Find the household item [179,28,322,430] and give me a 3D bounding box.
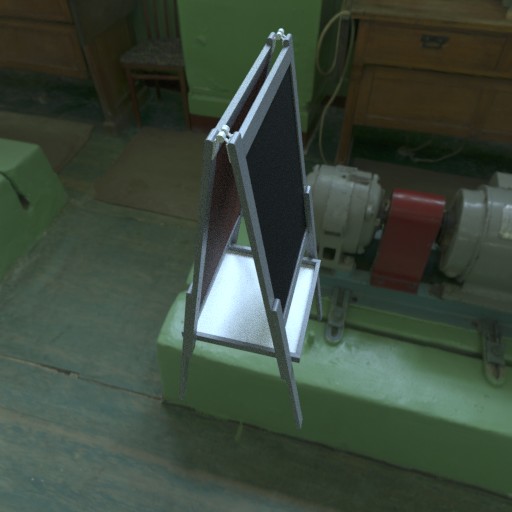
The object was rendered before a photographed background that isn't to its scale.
[{"bbox_3d":[0.000,0.000,1.397,0.469,1.172,0.531,11,48,10],"label":"household item"}]
